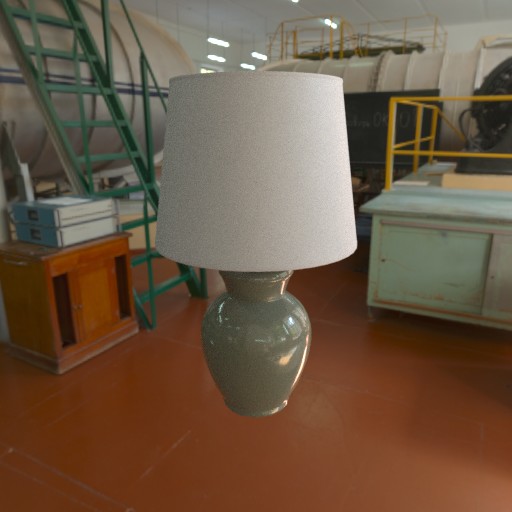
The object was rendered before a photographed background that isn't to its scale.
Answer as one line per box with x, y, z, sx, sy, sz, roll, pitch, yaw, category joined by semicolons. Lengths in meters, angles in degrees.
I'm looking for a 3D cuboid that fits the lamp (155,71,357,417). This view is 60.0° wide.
0.000;0.000;0.542;0.239;0.399;0.239;0;16;0;lamp
